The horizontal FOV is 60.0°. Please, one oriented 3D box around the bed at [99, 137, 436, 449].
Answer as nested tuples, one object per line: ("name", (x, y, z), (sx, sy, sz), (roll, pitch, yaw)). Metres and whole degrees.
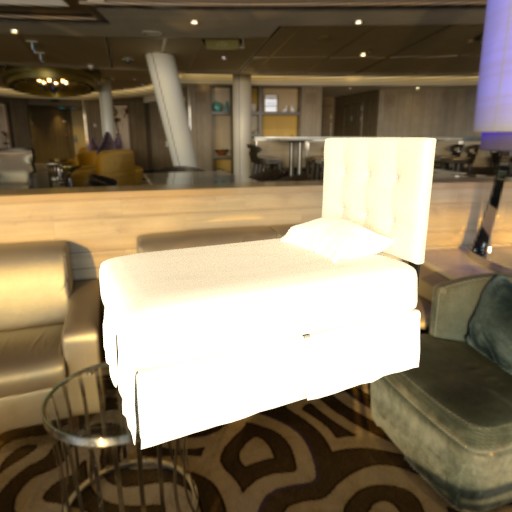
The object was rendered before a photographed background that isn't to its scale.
("bed", (0.000, 0.000, 3.035), (1.997, 1.571, 1.261), (-7, 16, -25))
